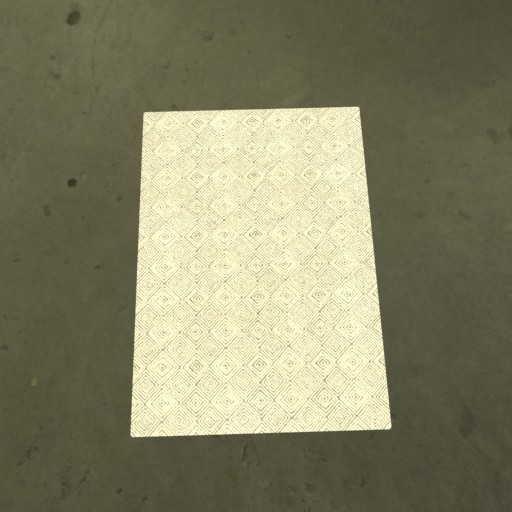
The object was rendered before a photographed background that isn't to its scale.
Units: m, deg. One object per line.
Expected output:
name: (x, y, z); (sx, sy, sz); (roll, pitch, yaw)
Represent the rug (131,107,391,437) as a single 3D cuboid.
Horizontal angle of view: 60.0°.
rug: (0.000, 0.000, 2.993); (1.593, 0.008, 2.238); (-2, 75, 0)
